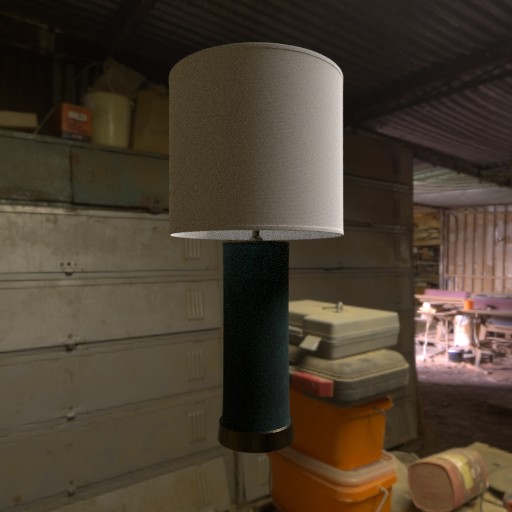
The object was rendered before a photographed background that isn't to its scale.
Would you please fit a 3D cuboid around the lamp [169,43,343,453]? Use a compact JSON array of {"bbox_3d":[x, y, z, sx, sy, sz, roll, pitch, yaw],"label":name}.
[{"bbox_3d":[0.000,0.000,0.776,0.301,0.630,0.301,0,-1,-35],"label":"lamp"}]
